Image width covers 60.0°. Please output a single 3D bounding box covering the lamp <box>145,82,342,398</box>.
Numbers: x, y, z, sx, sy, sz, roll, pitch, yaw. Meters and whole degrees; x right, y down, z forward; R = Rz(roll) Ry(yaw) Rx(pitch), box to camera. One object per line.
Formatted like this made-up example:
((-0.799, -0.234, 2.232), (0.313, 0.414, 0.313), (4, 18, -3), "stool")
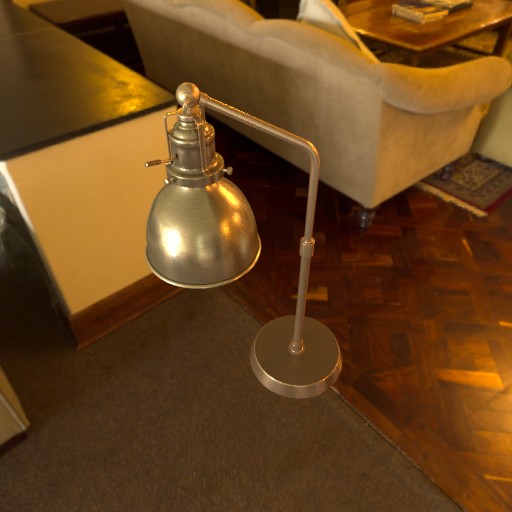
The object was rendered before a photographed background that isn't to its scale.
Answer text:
((0.000, 0.000, 0.586), (0.286, 0.456, 0.153), (0, 43, 0), "lamp")
